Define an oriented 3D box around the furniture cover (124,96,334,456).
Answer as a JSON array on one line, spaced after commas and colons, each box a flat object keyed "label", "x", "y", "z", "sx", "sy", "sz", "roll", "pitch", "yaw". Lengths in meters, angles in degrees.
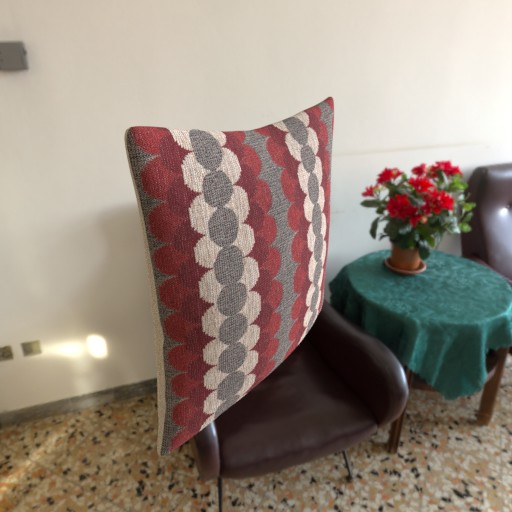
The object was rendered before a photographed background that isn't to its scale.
[{"label": "furniture cover", "x": 0.000, "y": 0.000, "z": 0.650, "sx": 0.145, "sy": 0.420, "sz": 0.435, "roll": 17, "pitch": 30, "yaw": 31}]
